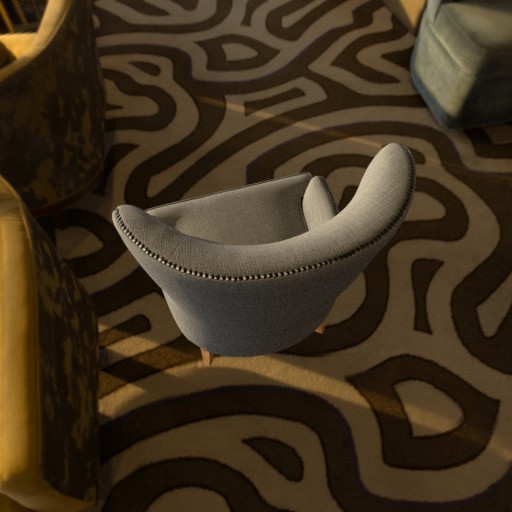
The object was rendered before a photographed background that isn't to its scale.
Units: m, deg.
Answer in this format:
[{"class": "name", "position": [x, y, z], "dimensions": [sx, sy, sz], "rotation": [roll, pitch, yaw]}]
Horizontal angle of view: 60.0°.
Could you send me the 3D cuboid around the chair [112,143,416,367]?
[{"class": "chair", "position": [0.000, 0.000, 1.765], "dimensions": [0.864, 1.176, 0.883], "rotation": [-15, 59, -9]}]
